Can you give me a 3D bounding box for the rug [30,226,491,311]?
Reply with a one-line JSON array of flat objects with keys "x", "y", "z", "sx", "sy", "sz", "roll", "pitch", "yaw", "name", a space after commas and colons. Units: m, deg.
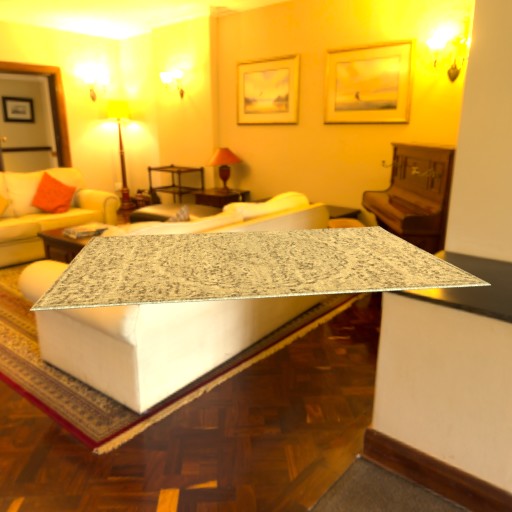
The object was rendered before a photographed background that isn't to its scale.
[{"x": 0.000, "y": 0.000, "z": 3.046, "sx": 2.447, "sy": 0.021, "sz": 1.527, "roll": -2, "pitch": 16, "yaw": -8, "name": "rug"}]
